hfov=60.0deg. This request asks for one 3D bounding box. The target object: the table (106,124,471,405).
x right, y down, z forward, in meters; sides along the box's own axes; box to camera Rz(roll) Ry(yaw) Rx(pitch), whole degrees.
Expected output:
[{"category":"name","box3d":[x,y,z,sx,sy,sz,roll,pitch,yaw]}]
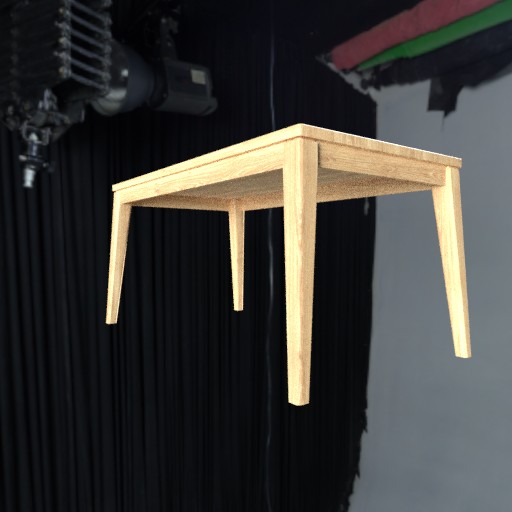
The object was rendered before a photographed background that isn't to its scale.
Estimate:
[{"category":"table","box3d":[0.000,0.000,2.082,0.900,0.760,1.600,-1,2,-36]}]
